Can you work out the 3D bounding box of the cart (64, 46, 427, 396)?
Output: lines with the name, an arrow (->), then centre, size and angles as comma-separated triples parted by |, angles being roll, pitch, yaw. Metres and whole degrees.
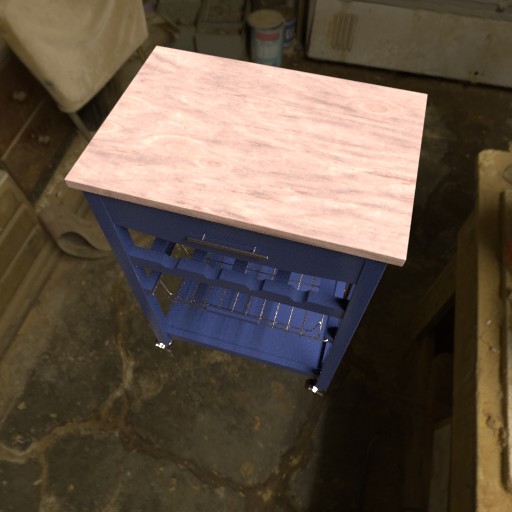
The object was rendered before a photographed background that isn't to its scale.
cart -> 0.000, 0.000, 1.165 | 0.584, 0.839, 0.403 | 14, 59, 9
